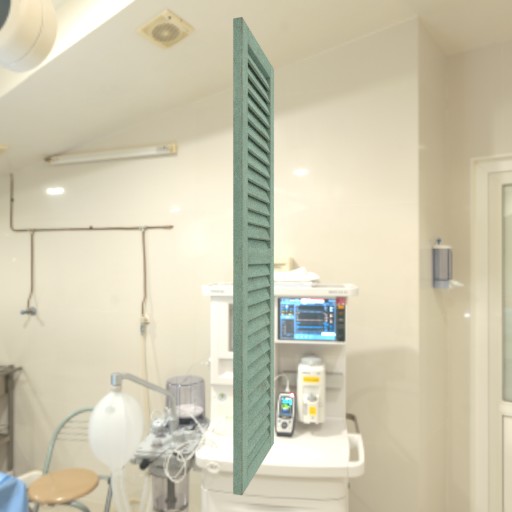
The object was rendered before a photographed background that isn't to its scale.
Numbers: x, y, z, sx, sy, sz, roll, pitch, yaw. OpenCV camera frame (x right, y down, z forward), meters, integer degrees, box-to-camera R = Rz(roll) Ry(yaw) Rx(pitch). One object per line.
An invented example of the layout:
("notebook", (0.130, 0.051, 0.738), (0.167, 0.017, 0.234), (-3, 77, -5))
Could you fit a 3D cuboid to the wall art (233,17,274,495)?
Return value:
("wall art", (0.000, 0.000, 1.289), (0.025, 1.219, 0.329), (0, 0, 17))
